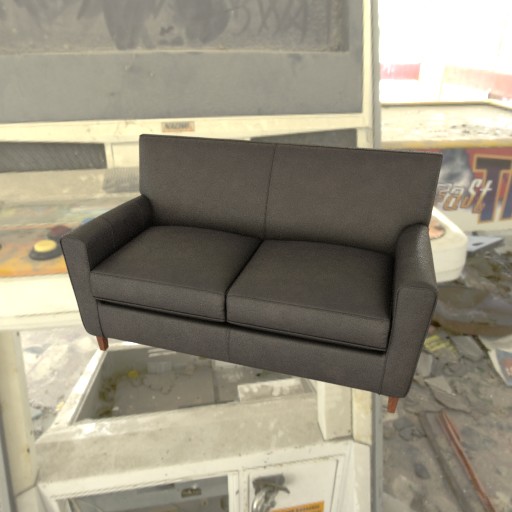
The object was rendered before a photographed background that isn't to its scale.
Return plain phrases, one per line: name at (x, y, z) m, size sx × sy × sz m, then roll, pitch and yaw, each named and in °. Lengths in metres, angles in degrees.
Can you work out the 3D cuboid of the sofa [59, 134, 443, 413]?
sofa at (0.000, 0.000, 1.995) m, size 1.473 × 0.871 × 0.787 m, roll 8°, pitch 27°, yaw 15°
